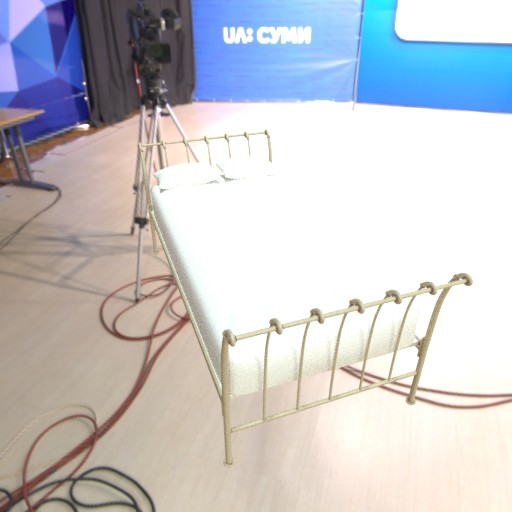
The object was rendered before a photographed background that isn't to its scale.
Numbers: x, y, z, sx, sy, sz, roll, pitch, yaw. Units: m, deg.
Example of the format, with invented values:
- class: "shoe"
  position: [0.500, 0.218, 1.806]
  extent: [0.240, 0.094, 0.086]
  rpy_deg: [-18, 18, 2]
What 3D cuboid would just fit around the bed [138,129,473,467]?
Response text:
- class: "bed"
  position: [0.000, 0.000, 2.696]
  extent: [1.032, 0.873, 2.228]
  rpy_deg: [-11, 33, -17]
